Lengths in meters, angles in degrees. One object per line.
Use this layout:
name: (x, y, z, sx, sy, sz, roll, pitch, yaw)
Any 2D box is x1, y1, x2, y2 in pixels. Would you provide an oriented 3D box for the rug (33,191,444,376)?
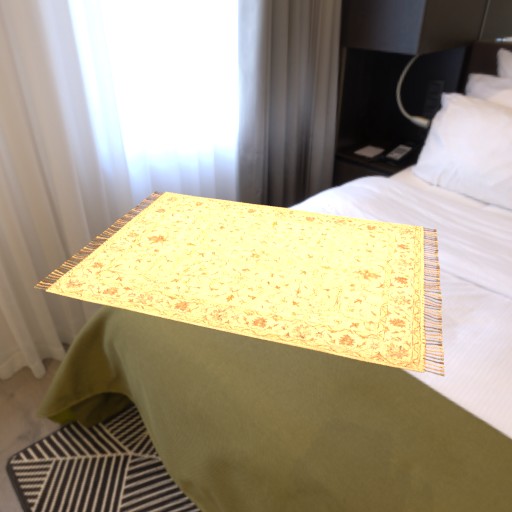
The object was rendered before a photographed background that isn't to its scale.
rug: (0.000, 0.000, 2.364, 1.861, 0.017, 1.218, 9, 33, 15)
